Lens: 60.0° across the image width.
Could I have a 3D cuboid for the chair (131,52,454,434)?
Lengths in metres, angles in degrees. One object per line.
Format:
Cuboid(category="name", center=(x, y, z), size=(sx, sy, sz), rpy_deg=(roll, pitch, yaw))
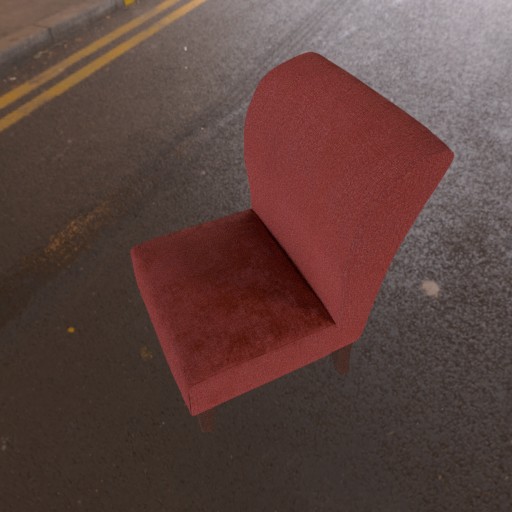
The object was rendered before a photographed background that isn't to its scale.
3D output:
Cuboid(category="chair", center=(0.000, 0.000, 1.240), size=(0.640, 0.846, 0.538), rpy_deg=(-19, 50, -17))
